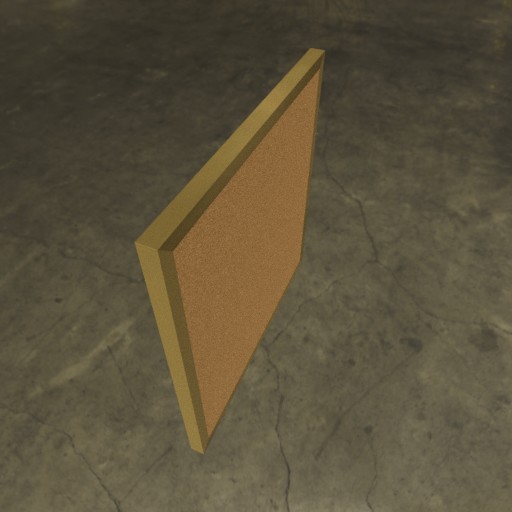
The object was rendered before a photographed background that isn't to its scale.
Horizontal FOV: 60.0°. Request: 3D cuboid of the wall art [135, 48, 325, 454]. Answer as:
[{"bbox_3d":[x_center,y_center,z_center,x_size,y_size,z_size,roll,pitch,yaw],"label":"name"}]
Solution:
[{"bbox_3d":[0.000,0.000,1.137,0.038,0.762,0.762,18,49,16],"label":"wall art"}]
